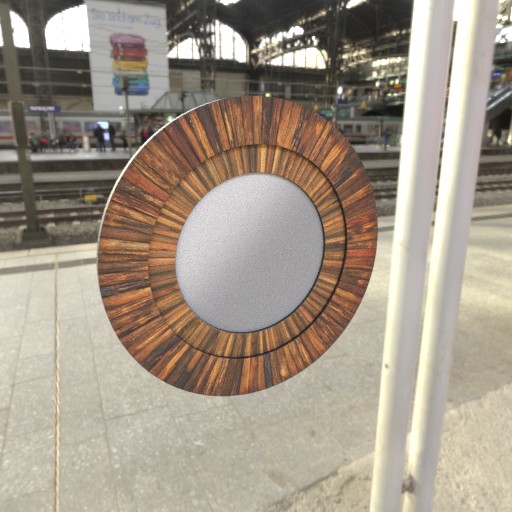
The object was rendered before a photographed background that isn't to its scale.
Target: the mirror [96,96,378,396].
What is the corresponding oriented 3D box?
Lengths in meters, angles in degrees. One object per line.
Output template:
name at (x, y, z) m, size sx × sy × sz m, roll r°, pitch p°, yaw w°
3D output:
mirror at (0.000, 0.000, 1.583) m, size 1.077 × 1.077 × 0.036 m, roll -7°, pitch 17°, yaw -25°
